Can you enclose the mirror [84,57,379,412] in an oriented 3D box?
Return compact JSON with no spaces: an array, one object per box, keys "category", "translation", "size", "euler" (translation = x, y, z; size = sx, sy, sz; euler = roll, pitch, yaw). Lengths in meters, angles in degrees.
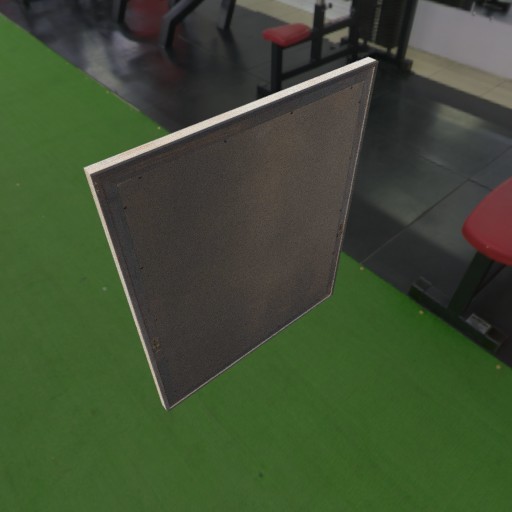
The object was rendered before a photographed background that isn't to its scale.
[{"category":"mirror","translation":[0.000,0.000,1.221],"size":[0.730,0.882,0.032],"euler":[-31,53,-26]}]
